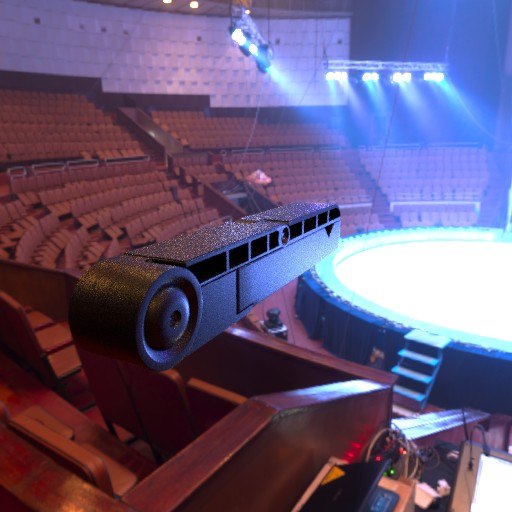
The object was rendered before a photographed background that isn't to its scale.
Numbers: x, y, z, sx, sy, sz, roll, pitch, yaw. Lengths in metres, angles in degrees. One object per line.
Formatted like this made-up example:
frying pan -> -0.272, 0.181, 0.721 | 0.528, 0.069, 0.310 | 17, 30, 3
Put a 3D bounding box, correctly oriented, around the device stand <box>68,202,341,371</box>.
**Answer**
device stand -> 0.000, 0.000, 0.194 | 0.026, 0.030, 0.179 | 7, 16, 26
